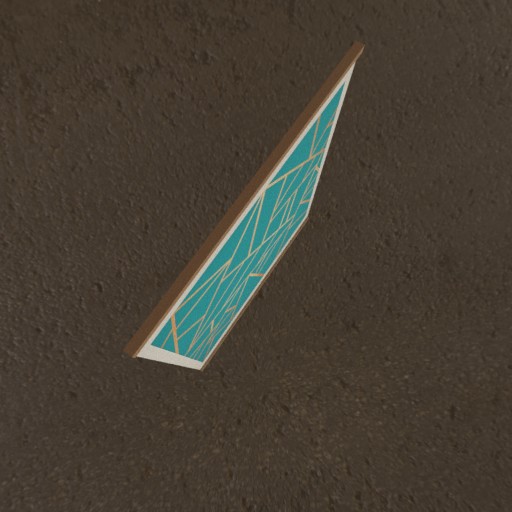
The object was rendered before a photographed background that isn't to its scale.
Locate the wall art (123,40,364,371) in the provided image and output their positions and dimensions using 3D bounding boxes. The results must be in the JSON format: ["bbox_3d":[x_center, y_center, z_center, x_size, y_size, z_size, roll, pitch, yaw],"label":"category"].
[{"bbox_3d":[0.000,0.000,0.791,0.012,0.608,0.459,33,77,9],"label":"wall art"}]
